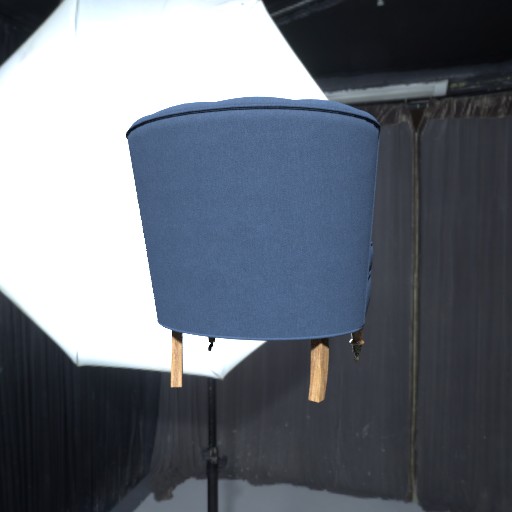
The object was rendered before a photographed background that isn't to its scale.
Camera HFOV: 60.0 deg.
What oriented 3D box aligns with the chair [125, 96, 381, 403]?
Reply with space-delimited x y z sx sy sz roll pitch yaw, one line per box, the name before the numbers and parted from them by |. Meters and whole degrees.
chair | 0.000 0.000 1.368 0.740 0.771 0.718 0 1 17
